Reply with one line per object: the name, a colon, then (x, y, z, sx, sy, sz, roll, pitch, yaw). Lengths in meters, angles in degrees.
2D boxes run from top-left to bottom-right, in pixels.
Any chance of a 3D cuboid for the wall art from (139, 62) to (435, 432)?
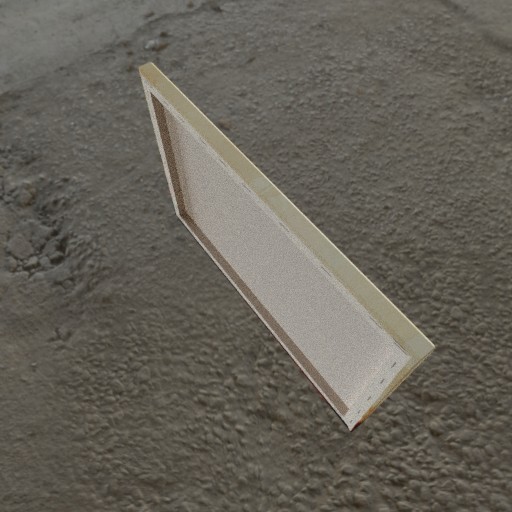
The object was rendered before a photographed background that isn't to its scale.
wall art: (0.000, 0.000, 1.150, 0.038, 0.602, 0.918, -32, 64, -18)
